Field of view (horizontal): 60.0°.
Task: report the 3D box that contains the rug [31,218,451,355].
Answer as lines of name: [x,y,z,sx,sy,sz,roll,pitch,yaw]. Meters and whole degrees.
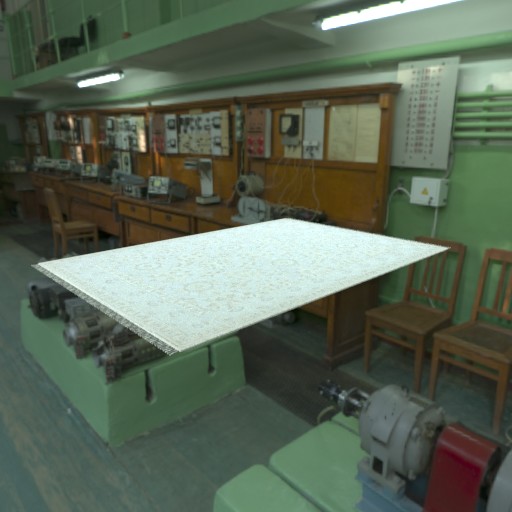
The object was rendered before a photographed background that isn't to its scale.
rug: [0.000,0.000,2.825,2.233,0.011,1.514,-14,21,-41]
